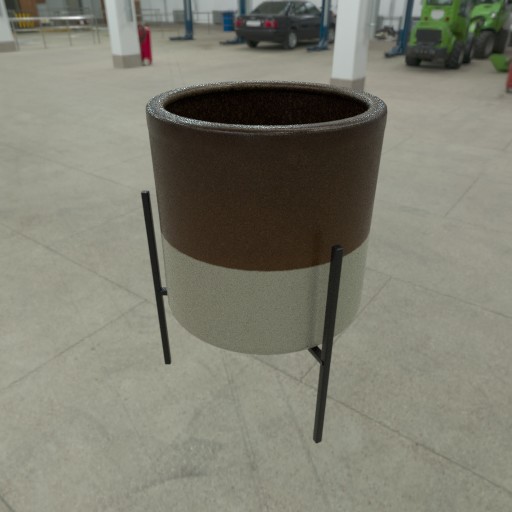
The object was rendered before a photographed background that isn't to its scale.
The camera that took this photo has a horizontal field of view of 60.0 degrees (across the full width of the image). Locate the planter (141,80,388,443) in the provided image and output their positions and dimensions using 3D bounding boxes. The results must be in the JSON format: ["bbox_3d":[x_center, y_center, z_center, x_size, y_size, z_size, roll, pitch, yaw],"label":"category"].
[{"bbox_3d":[0.000,0.000,0.553,0.269,0.375,0.255,1,30,1],"label":"planter"}]
